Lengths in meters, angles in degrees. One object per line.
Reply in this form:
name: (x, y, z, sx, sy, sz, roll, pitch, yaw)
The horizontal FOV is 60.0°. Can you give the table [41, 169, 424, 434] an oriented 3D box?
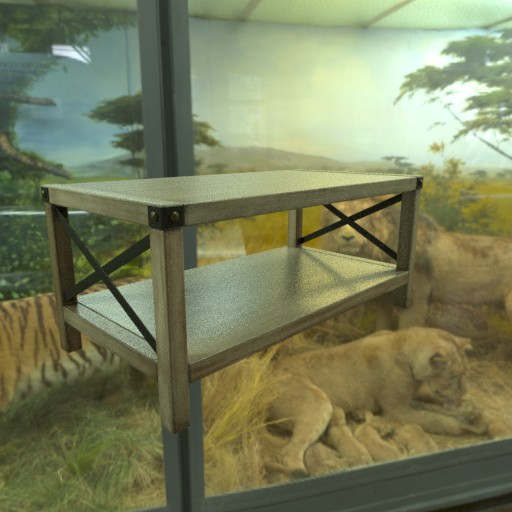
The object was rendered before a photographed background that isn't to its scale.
table: (0.000, 0.000, 1.337, 0.559, 0.456, 1.016, 14, 20, 43)
